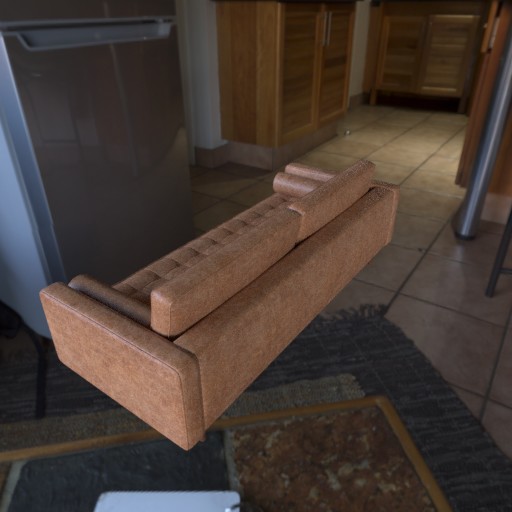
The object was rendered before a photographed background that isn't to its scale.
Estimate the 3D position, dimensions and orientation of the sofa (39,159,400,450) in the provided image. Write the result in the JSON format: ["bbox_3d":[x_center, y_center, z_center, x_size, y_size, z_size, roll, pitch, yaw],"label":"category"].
[{"bbox_3d":[0.000,0.000,2.638,0.919,0.770,2.200,20,36,30],"label":"sofa"}]
